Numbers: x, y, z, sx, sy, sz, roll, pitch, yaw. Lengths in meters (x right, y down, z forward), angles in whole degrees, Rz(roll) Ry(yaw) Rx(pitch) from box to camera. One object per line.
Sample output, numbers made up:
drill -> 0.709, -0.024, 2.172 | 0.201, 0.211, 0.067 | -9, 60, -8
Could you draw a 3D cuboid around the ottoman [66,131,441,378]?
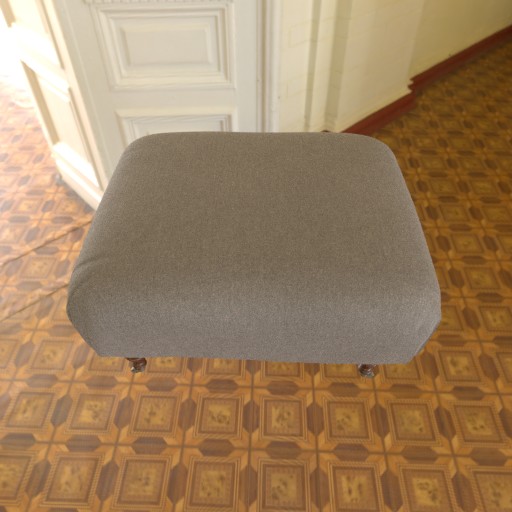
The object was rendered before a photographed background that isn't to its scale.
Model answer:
ottoman -> 0.000, 0.000, 1.125 | 0.747, 0.450, 0.622 | 1, 46, 1
